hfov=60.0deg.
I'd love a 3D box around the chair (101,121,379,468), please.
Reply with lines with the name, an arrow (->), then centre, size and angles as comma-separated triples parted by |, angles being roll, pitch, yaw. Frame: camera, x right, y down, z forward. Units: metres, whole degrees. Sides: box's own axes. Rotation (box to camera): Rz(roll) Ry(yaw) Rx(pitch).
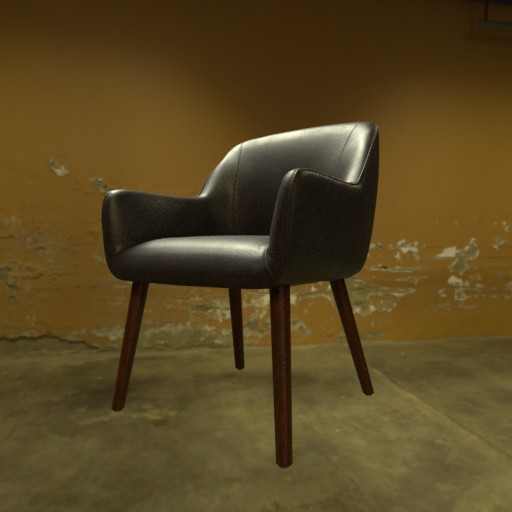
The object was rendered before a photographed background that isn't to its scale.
chair -> 0.000, 0.000, 1.255 | 0.610, 0.828, 0.610 | 1, 1, 35
